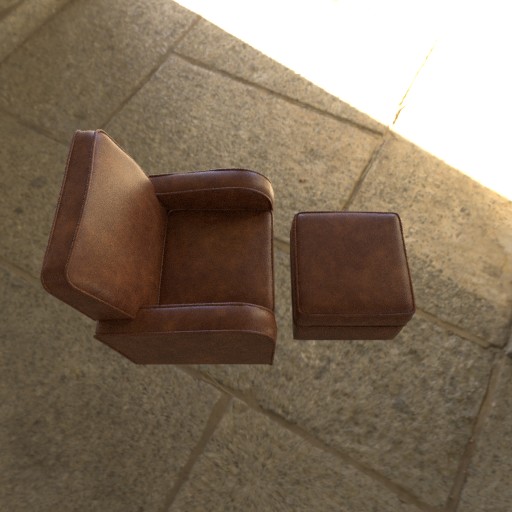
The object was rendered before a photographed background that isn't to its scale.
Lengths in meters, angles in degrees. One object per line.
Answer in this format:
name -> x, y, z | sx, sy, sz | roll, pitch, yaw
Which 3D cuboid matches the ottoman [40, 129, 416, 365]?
ottoman -> 0.000, 0.000, 1.848 | 1.314, 0.904, 0.732 | 0, 63, 0
